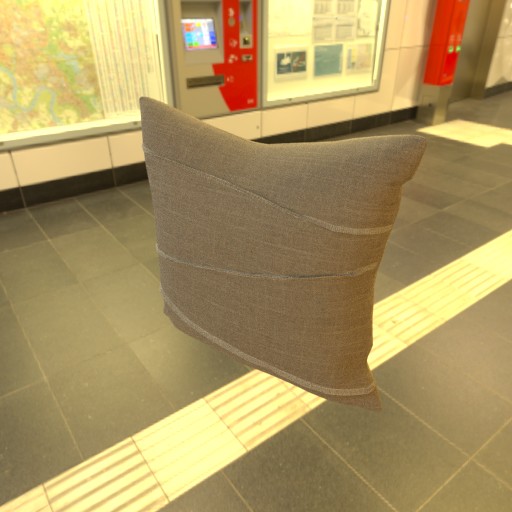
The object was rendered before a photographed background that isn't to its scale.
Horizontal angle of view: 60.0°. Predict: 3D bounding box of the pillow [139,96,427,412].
[{"bbox_3d":[0.000,0.000,0.638,0.424,0.400,0.169,18,35,29],"label":"pillow"}]
